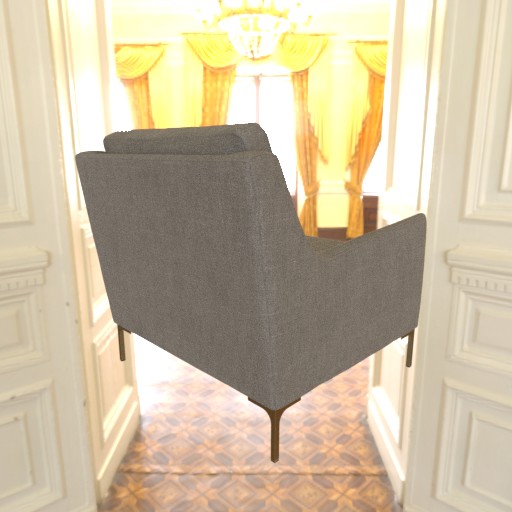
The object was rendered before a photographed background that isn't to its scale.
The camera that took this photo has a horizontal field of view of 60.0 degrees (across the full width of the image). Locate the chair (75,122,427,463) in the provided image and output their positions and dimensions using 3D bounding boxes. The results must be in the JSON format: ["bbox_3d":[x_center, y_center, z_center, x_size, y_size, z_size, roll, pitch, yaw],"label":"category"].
[{"bbox_3d":[0.000,0.000,1.514,0.849,0.828,0.847,-13,19,-43],"label":"chair"}]
